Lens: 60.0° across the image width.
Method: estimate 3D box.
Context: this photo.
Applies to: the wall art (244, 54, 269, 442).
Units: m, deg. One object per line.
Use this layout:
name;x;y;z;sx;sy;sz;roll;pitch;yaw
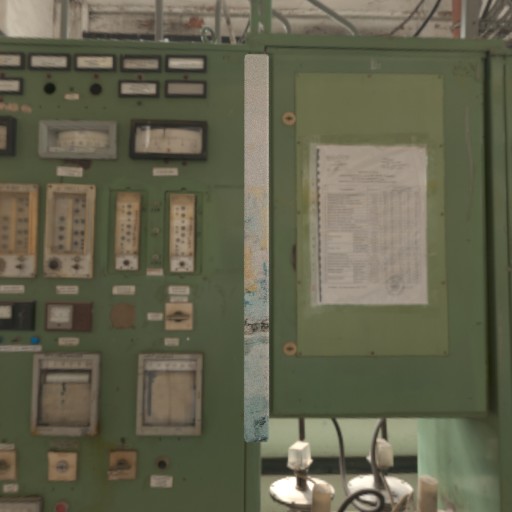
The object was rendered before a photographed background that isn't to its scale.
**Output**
wall art;0.000;0.000;1.148;0.038;0.609;0.913;0;-2;0
